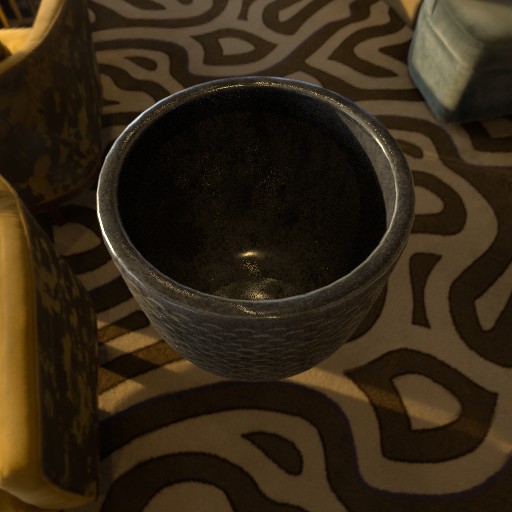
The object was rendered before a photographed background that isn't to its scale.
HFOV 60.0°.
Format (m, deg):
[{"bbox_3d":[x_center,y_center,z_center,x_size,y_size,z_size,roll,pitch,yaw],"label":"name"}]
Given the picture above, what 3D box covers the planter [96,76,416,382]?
[{"bbox_3d":[0.000,0.000,0.353,0.197,0.191,0.197,0,58,0],"label":"planter"}]
